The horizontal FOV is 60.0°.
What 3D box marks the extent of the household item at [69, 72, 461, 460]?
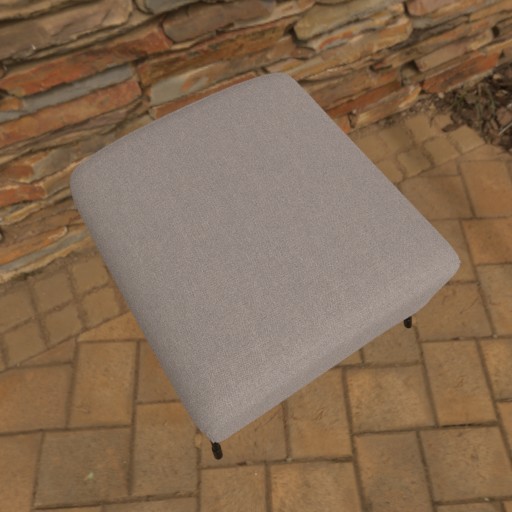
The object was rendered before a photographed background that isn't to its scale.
[{"bbox_3d":[0.000,0.000,0.881,0.530,0.410,0.530,-30,68,-14],"label":"household item"}]
